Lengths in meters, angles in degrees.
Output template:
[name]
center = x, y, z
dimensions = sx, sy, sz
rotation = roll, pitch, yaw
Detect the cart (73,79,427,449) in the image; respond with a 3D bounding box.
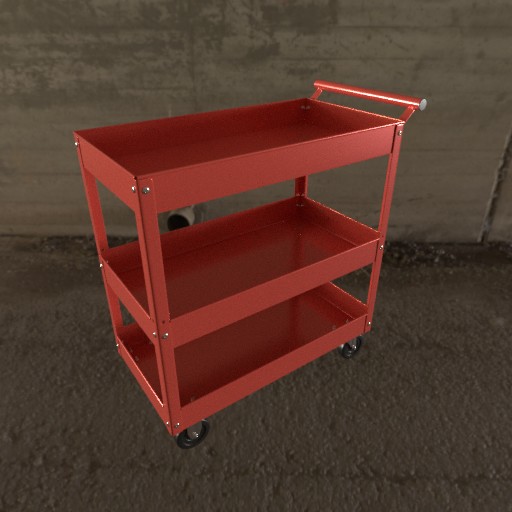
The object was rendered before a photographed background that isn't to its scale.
[cart]
center = 0.000, 0.000, 1.175
dimensions = 0.719, 0.780, 0.366
rotation = -19, 35, -30
